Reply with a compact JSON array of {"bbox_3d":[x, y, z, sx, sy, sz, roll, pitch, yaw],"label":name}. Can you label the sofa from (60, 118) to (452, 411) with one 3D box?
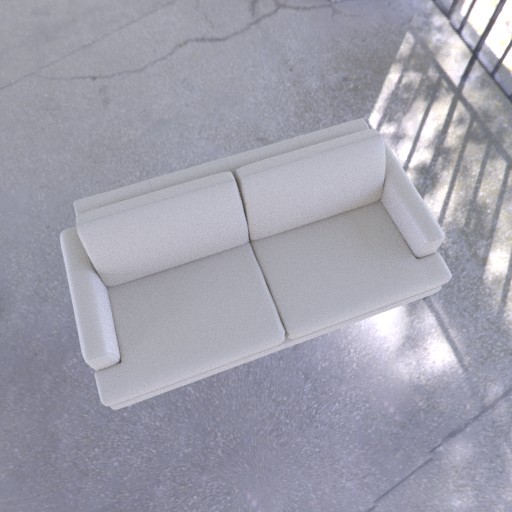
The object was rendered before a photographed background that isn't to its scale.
[{"bbox_3d":[0.000,0.000,2.437,1.940,0.765,0.974,-18,65,-9],"label":"sofa"}]
